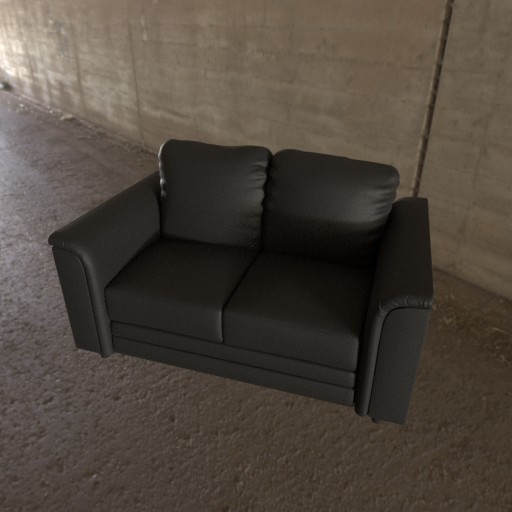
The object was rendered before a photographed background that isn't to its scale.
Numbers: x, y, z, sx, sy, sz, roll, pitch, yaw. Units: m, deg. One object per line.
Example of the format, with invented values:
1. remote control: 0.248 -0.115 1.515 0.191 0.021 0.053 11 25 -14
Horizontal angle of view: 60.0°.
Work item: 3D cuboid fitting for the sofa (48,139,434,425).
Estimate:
1. sofa: 0.000 0.000 1.947 1.386 0.845 0.887 9 29 16
